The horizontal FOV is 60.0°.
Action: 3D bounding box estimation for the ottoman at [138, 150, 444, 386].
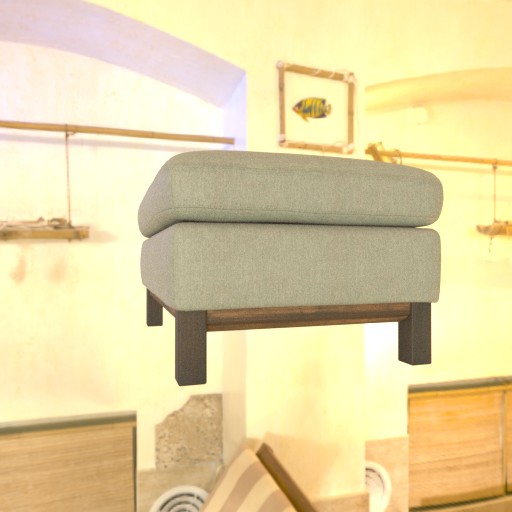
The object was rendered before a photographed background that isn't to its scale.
[{"bbox_3d":[0.000,0.000,1.067,0.528,0.404,0.735,0,0,-18],"label":"ottoman"}]
